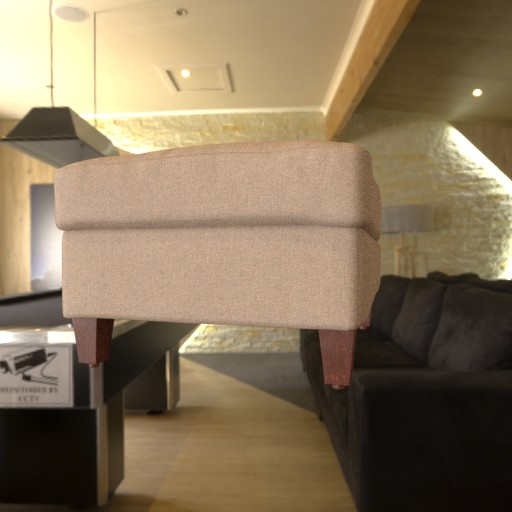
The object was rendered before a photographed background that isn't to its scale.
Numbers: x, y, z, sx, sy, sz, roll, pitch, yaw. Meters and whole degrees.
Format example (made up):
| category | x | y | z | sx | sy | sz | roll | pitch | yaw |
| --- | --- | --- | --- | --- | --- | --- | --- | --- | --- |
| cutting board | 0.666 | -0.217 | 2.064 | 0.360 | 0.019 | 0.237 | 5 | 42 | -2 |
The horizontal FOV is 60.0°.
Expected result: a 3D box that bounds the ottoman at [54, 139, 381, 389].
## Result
| category | x | y | z | sx | sy | sz | roll | pitch | yaw |
| --- | --- | --- | --- | --- | --- | --- | --- | --- | --- |
| ottoman | 0.000 | 0.000 | 1.293 | 0.692 | 0.511 | 0.902 | 0 | 0 | 17 |
